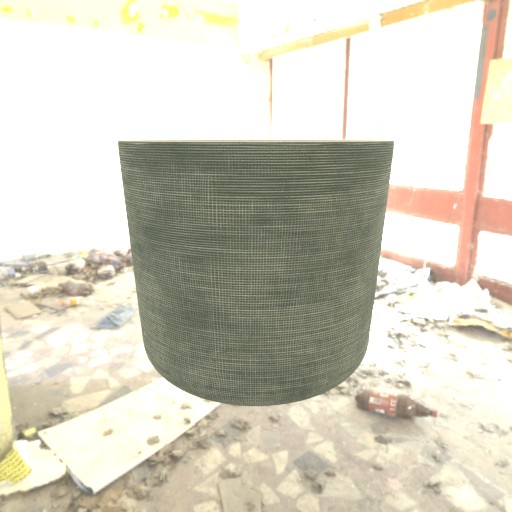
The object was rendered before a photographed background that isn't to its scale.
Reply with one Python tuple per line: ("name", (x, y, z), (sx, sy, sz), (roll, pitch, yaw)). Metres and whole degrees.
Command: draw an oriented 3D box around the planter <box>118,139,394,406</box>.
("planter", (0.000, 0.000, 0.787), (0.440, 0.398, 0.440), (0, 15, 0))
